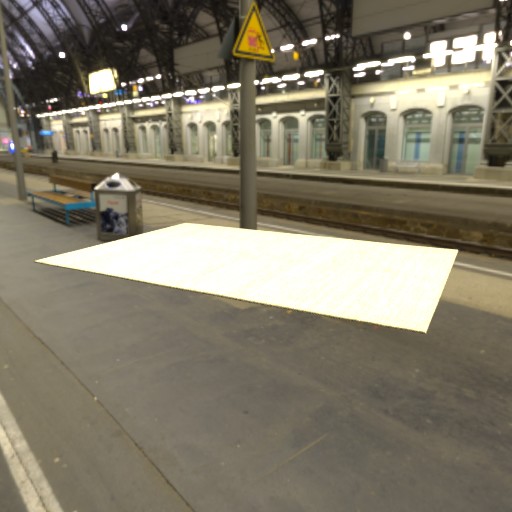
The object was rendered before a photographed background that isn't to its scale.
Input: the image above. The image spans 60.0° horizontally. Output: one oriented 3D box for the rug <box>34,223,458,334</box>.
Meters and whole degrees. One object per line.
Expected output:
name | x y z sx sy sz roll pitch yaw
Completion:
rug | 0.000 0.000 2.322 1.850 0.015 1.250 7 16 27
